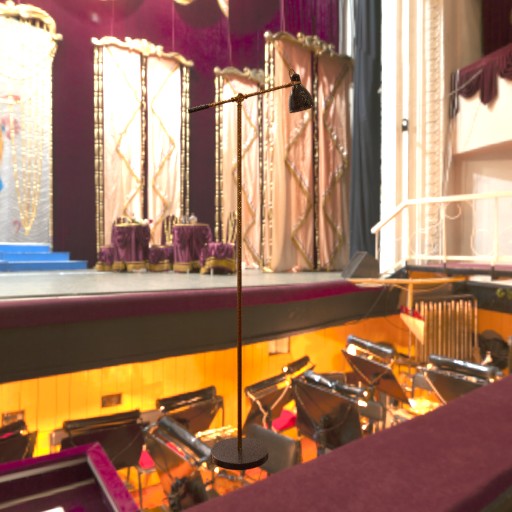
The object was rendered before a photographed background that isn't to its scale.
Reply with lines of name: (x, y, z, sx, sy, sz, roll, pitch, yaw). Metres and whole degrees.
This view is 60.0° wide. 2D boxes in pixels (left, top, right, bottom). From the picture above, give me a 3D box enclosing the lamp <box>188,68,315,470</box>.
lamp: (0.000, 0.000, 1.837, 0.618, 1.628, 0.235, -1, 1, -35)
